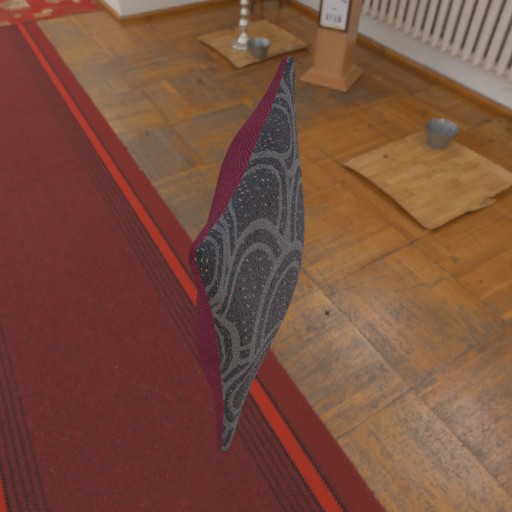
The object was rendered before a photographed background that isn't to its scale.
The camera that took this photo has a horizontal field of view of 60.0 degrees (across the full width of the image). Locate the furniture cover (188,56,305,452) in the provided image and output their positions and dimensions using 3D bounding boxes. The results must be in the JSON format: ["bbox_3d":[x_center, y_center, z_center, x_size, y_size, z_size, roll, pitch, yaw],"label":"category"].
[{"bbox_3d":[0.000,0.000,0.794,0.163,0.513,0.514,10,46,10],"label":"furniture cover"}]
